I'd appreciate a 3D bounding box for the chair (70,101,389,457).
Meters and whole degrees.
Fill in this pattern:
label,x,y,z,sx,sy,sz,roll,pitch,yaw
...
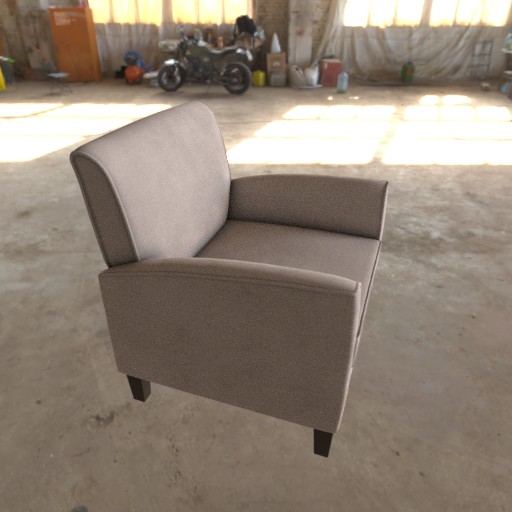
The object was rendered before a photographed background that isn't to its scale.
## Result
label,x,y,z,sx,sy,sz,roll,pitch,yaw
chair,0.000,0.000,1.579,0.821,0.915,0.820,10,31,17
